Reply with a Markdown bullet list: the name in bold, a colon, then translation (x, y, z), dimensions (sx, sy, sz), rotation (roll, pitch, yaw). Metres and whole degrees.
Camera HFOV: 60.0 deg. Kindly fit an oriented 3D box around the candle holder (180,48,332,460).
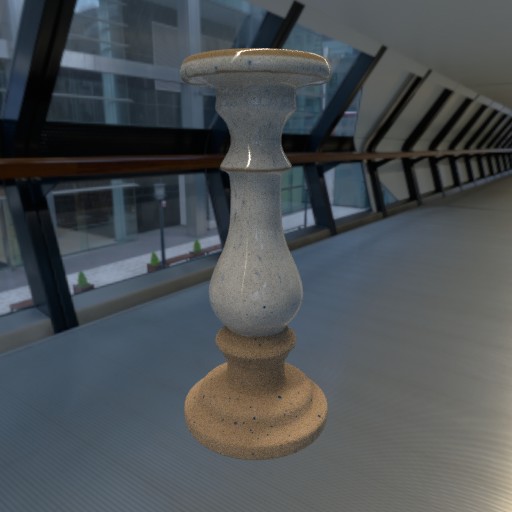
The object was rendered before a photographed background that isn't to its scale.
- **candle holder**: translation (0.000, 0.000, 0.250), dimensions (0.088, 0.203, 0.088), rotation (0, 15, 0)
